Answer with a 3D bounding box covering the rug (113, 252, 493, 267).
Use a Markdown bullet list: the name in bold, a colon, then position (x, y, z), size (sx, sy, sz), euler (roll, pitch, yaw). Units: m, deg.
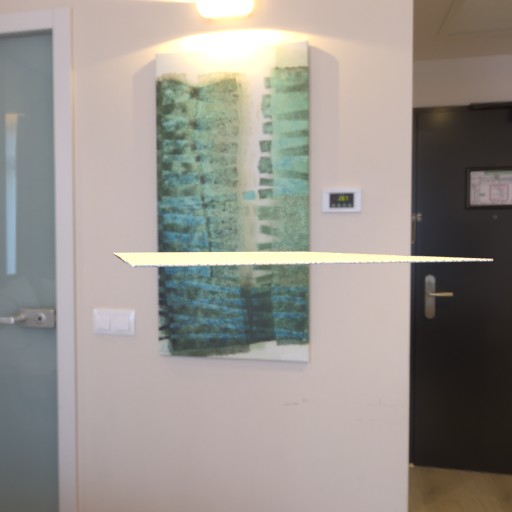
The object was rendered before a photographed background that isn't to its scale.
- **rug**: position (0.000, 0.000, 4.134), size (2.457, 0.015, 3.049), euler (-1, 2, -19)
